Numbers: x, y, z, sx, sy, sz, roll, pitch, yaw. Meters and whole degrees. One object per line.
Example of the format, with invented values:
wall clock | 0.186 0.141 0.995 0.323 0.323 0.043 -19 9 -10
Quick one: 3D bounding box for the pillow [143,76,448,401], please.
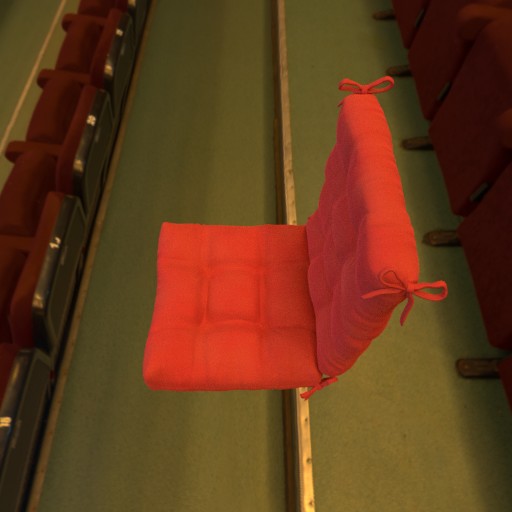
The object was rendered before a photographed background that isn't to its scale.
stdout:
pillow | 0.000 0.000 1.014 0.571 0.605 0.519 -1 59 0
